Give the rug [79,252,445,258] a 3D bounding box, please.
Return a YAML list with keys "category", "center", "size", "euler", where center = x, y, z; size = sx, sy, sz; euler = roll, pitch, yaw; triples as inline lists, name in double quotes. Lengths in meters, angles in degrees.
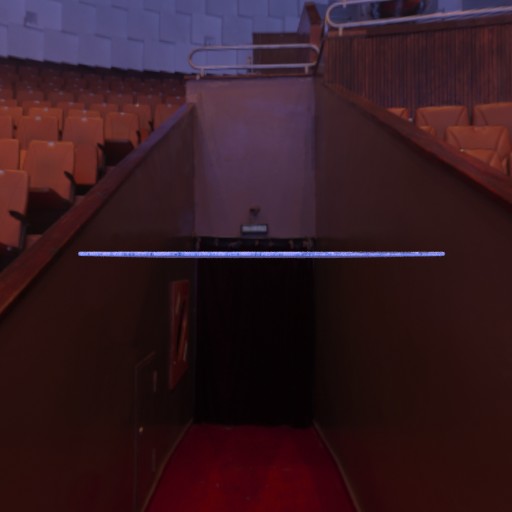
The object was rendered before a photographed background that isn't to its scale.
- category: "rug"
  center: [0.000, 0.000, 3.050]
  size: [1.524, 0.015, 2.439]
  euler: [0, 0, -1]
